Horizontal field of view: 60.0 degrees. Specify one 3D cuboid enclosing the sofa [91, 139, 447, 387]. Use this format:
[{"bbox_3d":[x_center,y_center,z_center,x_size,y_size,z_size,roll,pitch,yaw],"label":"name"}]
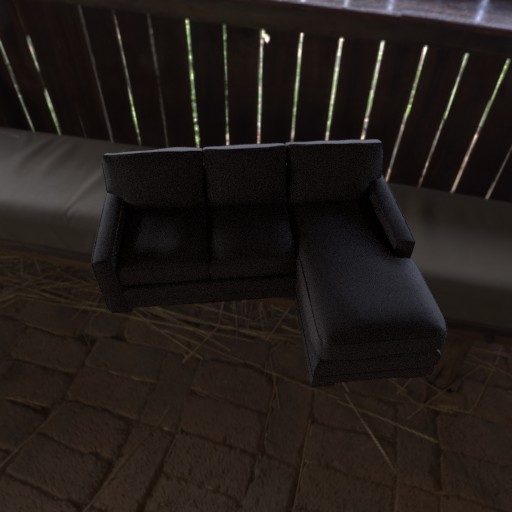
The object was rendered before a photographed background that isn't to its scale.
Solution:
[{"bbox_3d":[0.000,0.000,3.343,2.370,0.973,1.790,-4,46,-4],"label":"sofa"}]
